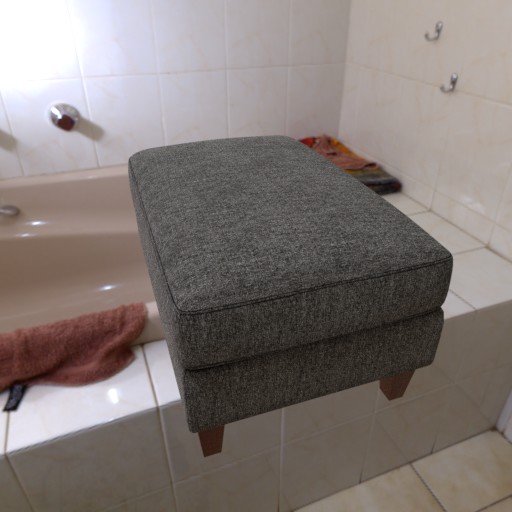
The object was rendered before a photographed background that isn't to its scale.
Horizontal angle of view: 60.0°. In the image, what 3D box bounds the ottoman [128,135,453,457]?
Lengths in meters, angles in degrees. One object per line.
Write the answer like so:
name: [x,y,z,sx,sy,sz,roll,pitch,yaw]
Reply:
ottoman: [0.000,0.000,1.220,0.584,0.483,0.864,-10,33,-16]
